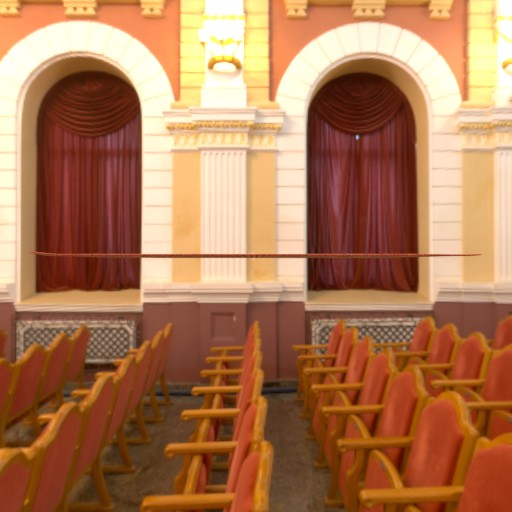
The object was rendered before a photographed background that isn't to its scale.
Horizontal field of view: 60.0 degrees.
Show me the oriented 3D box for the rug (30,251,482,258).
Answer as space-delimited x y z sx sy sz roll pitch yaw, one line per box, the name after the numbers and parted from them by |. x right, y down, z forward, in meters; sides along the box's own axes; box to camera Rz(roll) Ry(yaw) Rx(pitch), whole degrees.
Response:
0.000 0.000 4.249 3.086 0.030 2.489 0 -1 0 | rug
